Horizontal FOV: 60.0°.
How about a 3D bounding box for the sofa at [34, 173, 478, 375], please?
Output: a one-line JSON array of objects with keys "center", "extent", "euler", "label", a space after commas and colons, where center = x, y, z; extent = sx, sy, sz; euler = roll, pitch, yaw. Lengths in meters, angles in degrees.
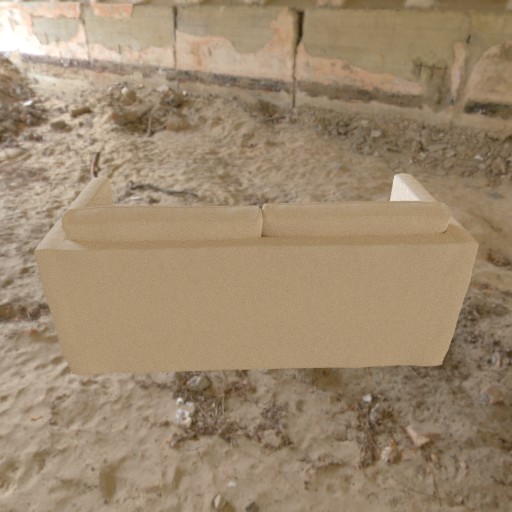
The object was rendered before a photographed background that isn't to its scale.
[{"center": [0.000, 0.000, 2.472], "extent": [1.987, 0.870, 0.940], "euler": [-1, 30, -2], "label": "sofa"}]
